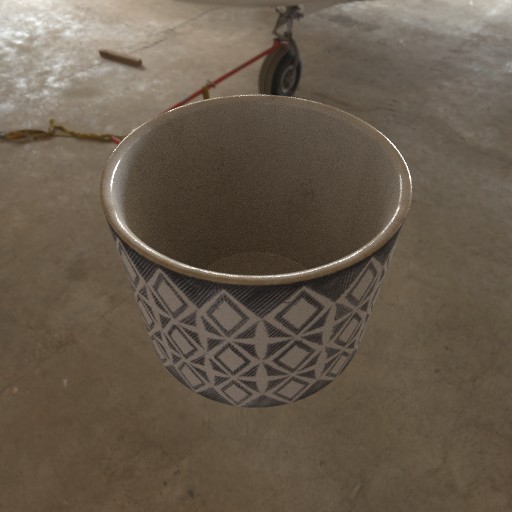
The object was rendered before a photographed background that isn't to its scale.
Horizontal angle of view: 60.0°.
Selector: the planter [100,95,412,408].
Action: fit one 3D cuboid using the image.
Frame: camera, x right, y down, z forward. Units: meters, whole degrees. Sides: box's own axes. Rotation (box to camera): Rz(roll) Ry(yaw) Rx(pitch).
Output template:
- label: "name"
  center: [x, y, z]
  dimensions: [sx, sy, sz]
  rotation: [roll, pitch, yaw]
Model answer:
- label: "planter"
  center: [0.000, 0.000, 0.340]
  dimensions: [0.192, 0.165, 0.192]
  rotation: [0, 47, 0]
